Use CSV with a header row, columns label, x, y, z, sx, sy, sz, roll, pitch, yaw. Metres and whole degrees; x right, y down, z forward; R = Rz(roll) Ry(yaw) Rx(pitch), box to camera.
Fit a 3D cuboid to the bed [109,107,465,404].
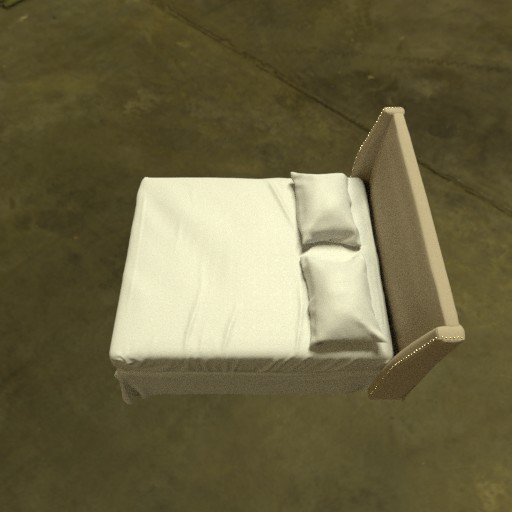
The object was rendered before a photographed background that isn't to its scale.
label,x,y,z,sx,sy,sz,roll,pitch,yaw
bed,0.000,0.000,3.426,2.276,1.332,1.925,0,57,0
